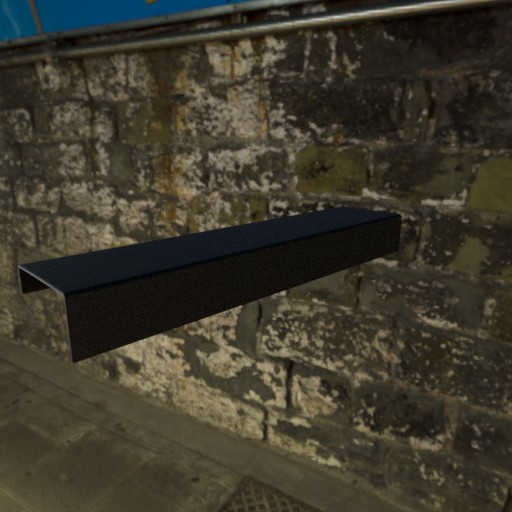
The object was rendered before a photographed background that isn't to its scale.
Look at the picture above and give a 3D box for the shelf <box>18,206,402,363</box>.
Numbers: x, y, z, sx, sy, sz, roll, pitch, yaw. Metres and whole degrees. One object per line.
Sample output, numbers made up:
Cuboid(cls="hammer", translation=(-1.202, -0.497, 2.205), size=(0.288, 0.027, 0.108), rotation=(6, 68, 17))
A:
Cuboid(cls="shelf", translation=(0.000, 0.000, 0.493), size=(0.456, 0.053, 0.102), rotation=(-14, 21, -42))
